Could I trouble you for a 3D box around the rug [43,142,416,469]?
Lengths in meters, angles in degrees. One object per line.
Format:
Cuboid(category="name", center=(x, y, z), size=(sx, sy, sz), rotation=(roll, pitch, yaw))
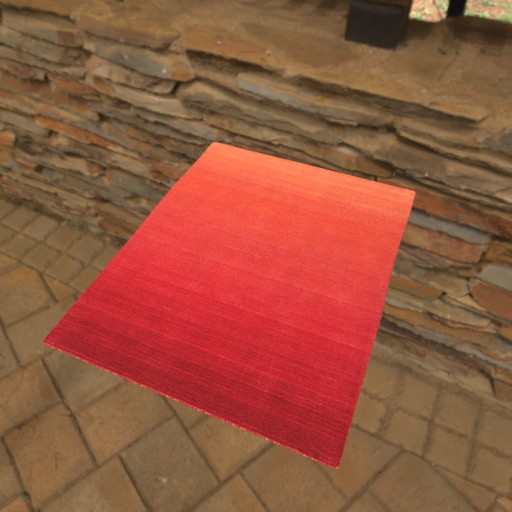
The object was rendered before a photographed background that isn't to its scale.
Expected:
Cuboid(category="rug", center=(0.000, 0.000, 3.953), size=(2.340, 0.028, 2.905), rotation=(17, 50, 15))
